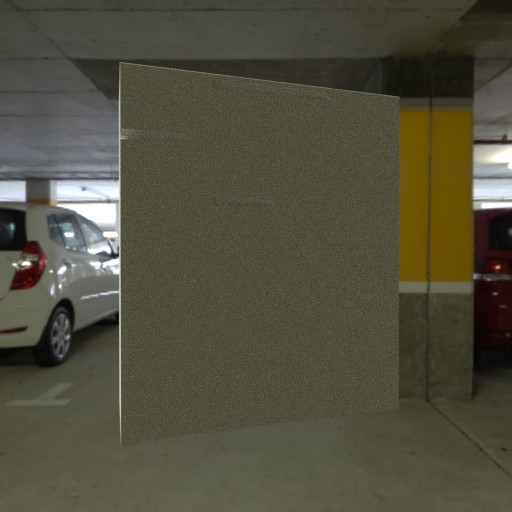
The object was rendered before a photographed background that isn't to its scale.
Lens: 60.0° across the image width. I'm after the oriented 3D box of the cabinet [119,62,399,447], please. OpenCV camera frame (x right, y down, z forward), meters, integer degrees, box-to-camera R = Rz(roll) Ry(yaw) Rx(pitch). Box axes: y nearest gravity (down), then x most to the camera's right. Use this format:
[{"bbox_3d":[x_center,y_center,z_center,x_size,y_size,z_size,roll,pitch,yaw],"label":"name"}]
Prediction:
[{"bbox_3d":[0.000,0.000,1.702,1.000,1.190,0.400,0,0,-18],"label":"cabinet"}]
